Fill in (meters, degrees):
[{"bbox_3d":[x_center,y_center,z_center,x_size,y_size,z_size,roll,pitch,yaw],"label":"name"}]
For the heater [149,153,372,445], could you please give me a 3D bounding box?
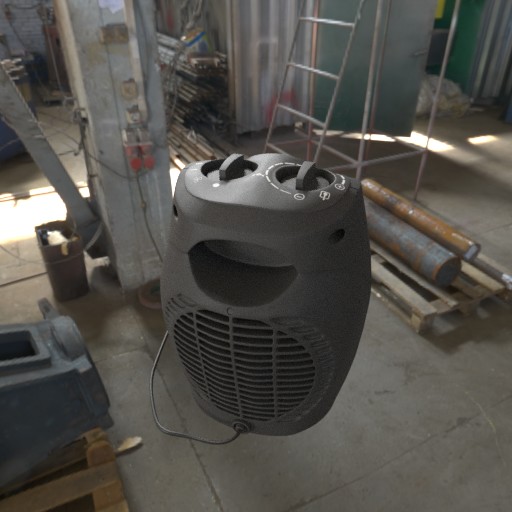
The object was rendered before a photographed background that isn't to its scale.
[{"bbox_3d":[0.000,0.000,0.459,0.239,0.240,0.291,9,33,15],"label":"heater"}]
